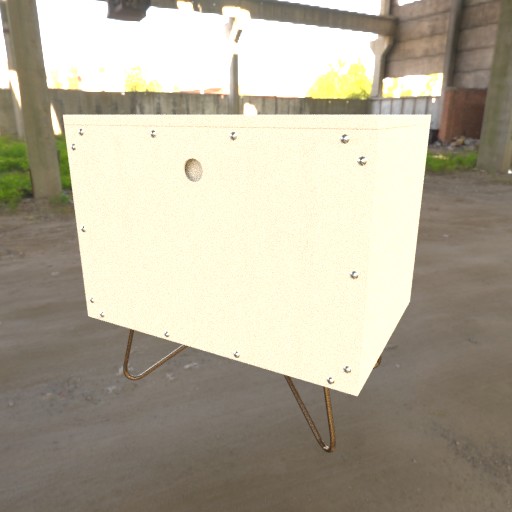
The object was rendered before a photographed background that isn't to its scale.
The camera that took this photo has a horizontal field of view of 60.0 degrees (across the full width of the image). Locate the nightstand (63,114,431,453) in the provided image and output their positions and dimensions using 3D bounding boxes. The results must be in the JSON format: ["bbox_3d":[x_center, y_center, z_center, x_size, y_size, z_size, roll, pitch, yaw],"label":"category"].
[{"bbox_3d":[0.000,0.000,0.995,0.614,0.604,0.447,9,20,27],"label":"nightstand"}]
